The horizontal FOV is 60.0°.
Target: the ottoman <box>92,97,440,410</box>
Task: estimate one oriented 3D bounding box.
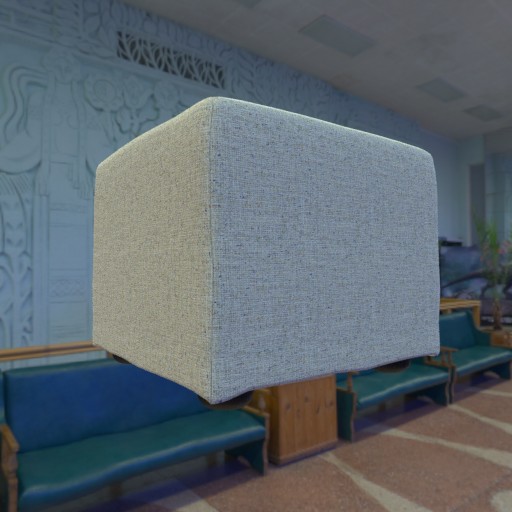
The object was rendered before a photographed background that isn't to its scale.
[{"bbox_3d":[0.000,0.000,0.902,0.521,0.453,0.512,1,-2,-36],"label":"ottoman"}]
